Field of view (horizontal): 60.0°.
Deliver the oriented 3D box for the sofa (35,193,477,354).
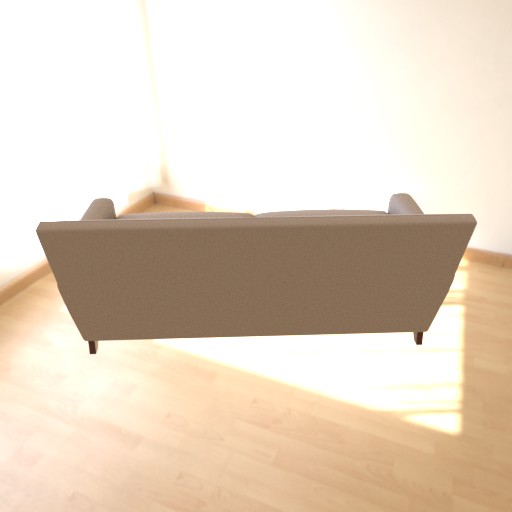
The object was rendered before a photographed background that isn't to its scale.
[{"bbox_3d":[0.000,0.000,2.480,2.000,0.846,0.875,-1,31,-2],"label":"sofa"}]
